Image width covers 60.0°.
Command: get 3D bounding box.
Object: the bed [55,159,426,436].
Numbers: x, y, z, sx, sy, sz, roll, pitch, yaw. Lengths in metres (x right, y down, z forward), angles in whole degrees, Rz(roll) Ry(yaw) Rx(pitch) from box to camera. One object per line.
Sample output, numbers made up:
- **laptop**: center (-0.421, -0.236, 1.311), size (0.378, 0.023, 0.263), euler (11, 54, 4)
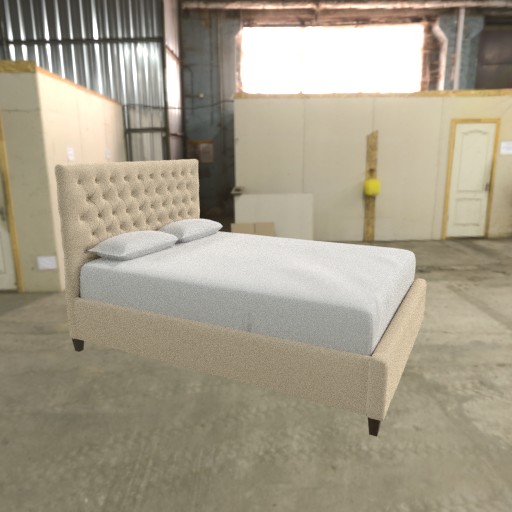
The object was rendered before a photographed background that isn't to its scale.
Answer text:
- **bed**: center (0.000, 0.000, 3.473), size (2.387, 1.427, 1.698), euler (7, 15, 26)
